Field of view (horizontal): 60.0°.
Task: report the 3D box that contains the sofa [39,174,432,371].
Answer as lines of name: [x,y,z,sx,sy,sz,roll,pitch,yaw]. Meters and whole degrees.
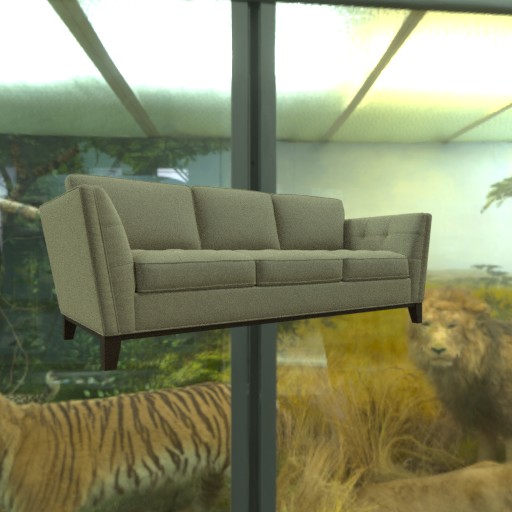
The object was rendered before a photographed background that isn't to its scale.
sofa: [0.000,0.000,2.847,2.388,0.940,0.965,0,1,-35]
